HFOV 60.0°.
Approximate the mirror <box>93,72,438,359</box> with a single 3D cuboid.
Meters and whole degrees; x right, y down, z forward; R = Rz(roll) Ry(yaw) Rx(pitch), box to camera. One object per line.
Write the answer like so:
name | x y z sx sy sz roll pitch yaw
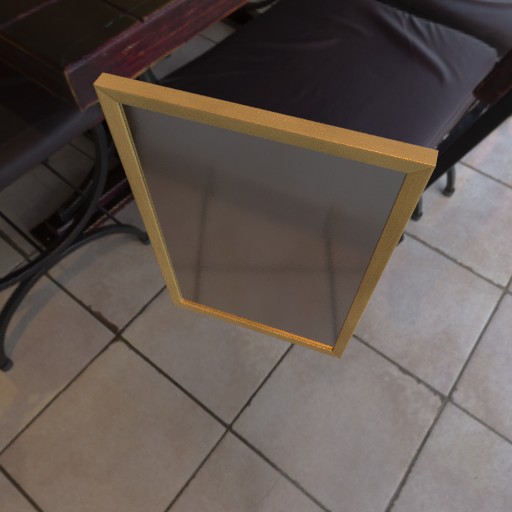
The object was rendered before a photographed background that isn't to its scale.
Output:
mirror | 0.000 0.000 1.145 0.609 0.915 0.040 16 60 10
